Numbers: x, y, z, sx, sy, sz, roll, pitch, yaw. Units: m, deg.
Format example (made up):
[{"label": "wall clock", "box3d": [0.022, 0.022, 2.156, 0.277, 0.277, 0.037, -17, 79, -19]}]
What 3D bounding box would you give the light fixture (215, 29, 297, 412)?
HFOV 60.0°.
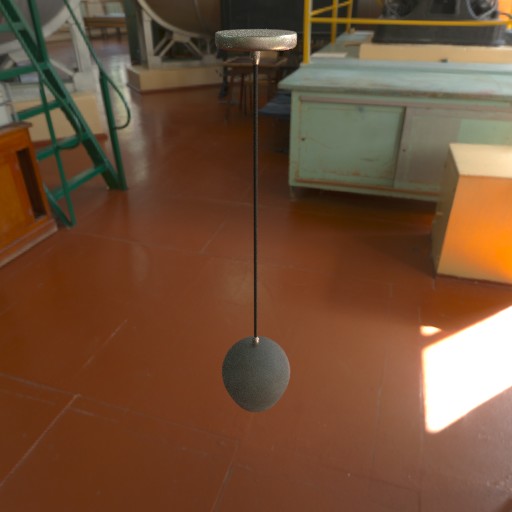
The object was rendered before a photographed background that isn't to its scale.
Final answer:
[{"label": "light fixture", "box3d": [0.000, 0.000, 0.842, 0.153, 0.760, 0.153, -22, 38, -32]}]
